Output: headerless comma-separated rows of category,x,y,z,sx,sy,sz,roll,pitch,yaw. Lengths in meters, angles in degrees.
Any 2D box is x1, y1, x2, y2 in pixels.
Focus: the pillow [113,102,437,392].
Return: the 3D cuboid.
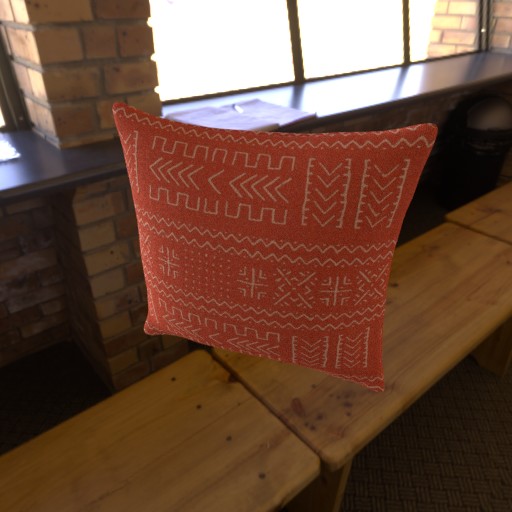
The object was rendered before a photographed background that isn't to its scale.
pillow,0.000,0.000,0.670,0.438,0.429,0.164,10,32,16
